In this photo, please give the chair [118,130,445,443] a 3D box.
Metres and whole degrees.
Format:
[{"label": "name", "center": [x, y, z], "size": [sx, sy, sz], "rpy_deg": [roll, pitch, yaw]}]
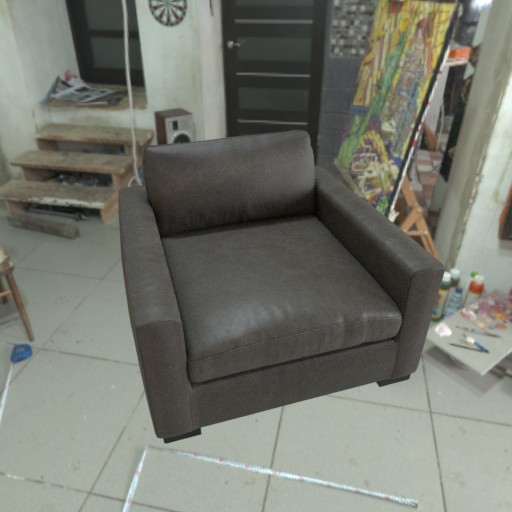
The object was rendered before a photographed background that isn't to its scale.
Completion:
[{"label": "chair", "center": [0.000, 0.000, 1.901], "size": [1.106, 0.807, 1.080], "rpy_deg": [-9, 33, -15]}]
